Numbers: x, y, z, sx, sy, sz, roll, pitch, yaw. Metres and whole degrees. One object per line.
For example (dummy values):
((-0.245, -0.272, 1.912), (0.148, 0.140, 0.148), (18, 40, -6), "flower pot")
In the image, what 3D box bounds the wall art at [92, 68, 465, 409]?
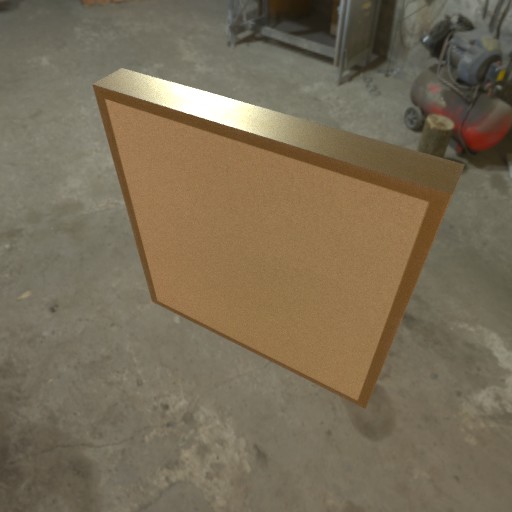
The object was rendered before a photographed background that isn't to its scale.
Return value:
((0.000, 0.000, 0.452), (0.306, 0.305, 0.038), (23, 50, 20), "wall art")
